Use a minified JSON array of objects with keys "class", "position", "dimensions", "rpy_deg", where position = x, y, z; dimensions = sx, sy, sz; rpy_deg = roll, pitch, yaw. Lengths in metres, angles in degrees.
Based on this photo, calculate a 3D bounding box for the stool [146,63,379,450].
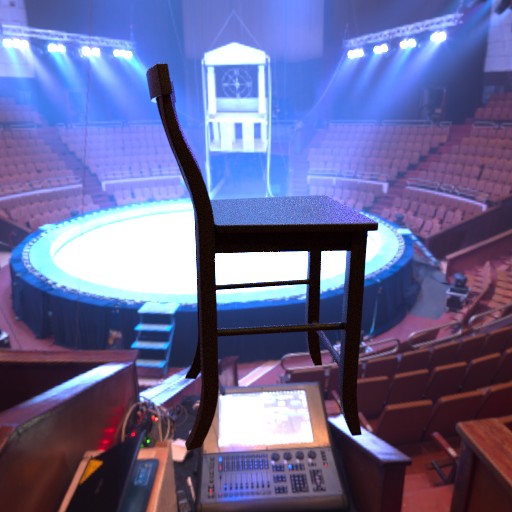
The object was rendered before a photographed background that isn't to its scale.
[{"class":"stool","position":[0.000,0.000,1.303],"dimensions":[0.559,0.989,0.452],"rpy_deg":[-3,17,-8]}]
